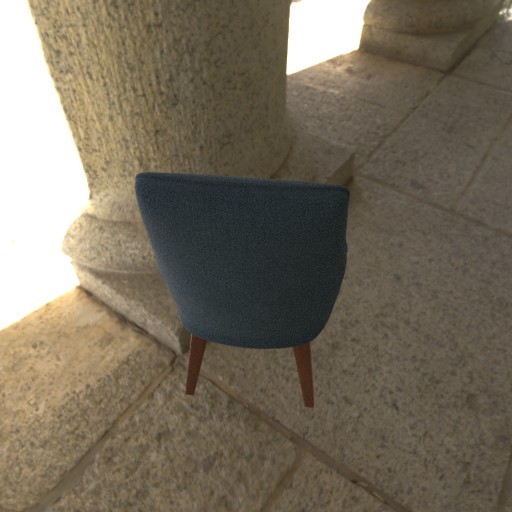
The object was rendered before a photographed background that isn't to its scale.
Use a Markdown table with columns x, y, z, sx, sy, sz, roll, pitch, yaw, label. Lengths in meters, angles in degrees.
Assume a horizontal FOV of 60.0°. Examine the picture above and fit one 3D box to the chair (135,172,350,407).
| x | y | z | sx | sy | sz | roll | pitch | yaw | label |
| --- | --- | --- | --- | --- | --- | --- | --- | --- | --- |
| 0.000 | 0.000 | 1.263 | 0.500 | 0.930 | 0.620 | 5 | 47 | 4 | chair |
